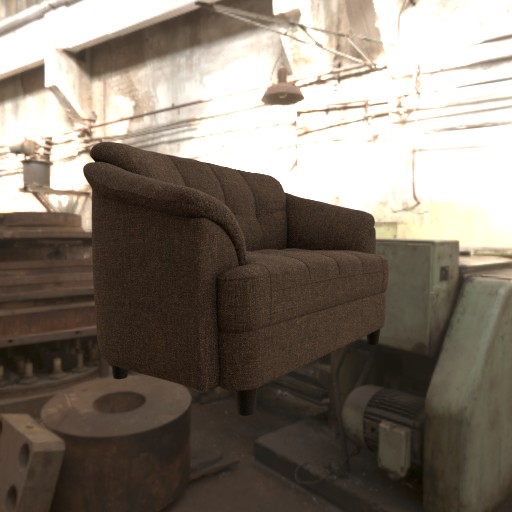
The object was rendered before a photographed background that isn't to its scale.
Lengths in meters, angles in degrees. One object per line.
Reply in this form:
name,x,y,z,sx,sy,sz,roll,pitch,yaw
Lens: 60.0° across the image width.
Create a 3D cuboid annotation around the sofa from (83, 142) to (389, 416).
sofa,0.000,0.000,1.938,0.799,0.895,1.404,2,3,35
